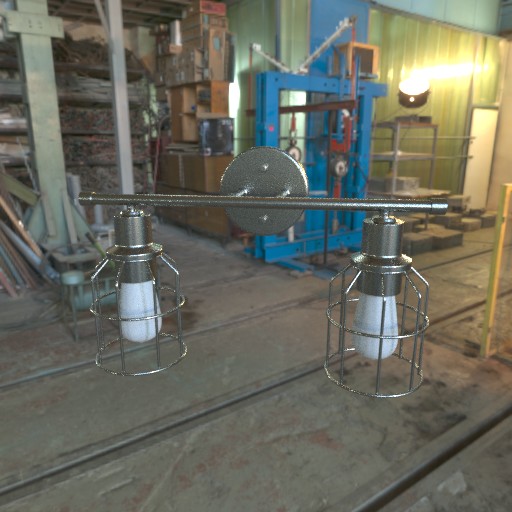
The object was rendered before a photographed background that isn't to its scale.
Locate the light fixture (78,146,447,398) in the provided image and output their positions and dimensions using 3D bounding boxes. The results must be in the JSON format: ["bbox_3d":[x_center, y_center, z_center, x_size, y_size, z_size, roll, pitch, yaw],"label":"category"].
[{"bbox_3d":[0.000,0.000,0.534,0.406,0.254,0.165,2,15,9],"label":"light fixture"}]
